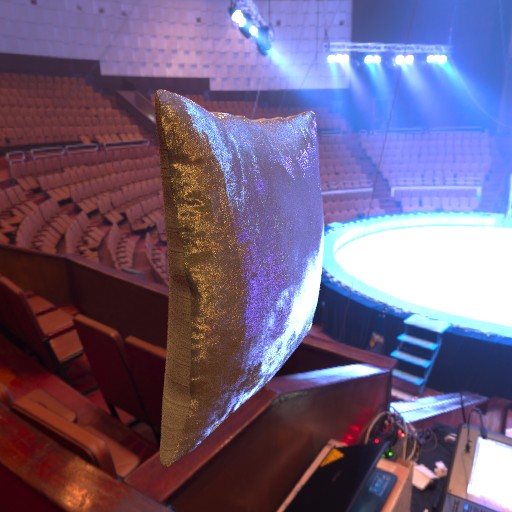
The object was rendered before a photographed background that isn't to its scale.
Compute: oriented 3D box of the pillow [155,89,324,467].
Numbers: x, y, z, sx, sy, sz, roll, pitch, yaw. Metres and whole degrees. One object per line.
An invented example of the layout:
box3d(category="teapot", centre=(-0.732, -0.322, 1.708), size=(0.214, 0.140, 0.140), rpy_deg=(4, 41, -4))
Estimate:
box3d(category="pillow", centre=(0.000, 0.000, 0.705), size=(0.175, 0.464, 0.470), rpy_deg=(8, 18, 26))
